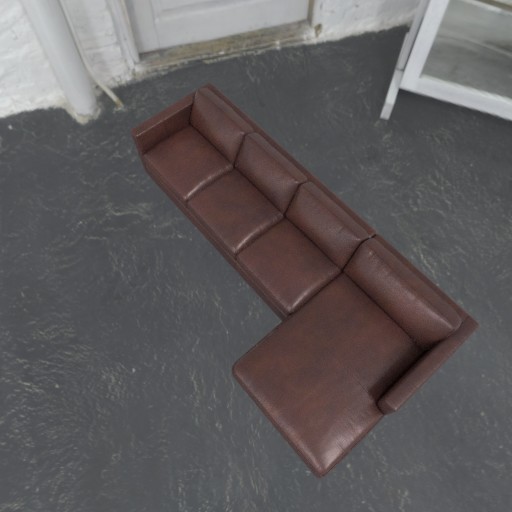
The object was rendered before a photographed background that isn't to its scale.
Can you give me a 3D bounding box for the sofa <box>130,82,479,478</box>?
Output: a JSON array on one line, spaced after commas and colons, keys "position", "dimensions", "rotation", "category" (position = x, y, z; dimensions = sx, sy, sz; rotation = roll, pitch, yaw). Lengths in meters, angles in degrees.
[{"position": [0.000, 0.000, 3.795], "dimensions": [1.581, 0.883, 3.203], "rotation": [-38, 70, -16], "category": "sofa"}]
